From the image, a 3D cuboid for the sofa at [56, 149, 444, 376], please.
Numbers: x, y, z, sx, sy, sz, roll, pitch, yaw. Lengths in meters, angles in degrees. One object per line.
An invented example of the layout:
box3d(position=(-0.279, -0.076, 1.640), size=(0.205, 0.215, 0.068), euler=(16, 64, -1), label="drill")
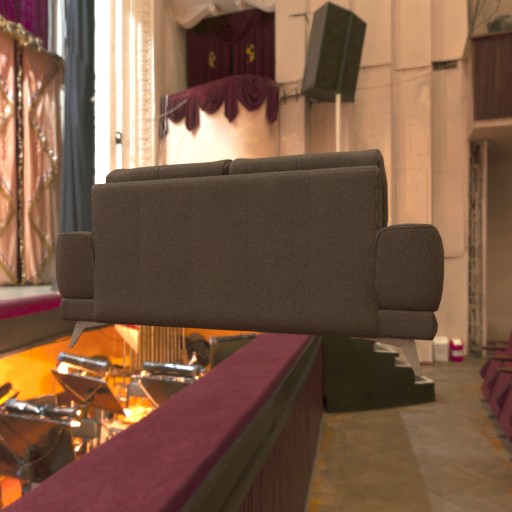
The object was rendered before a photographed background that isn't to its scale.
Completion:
box3d(position=(0.000, 0.000, 2.364), size=(1.806, 0.907, 1.018), euler=(0, 0, 19), label="sofa")
